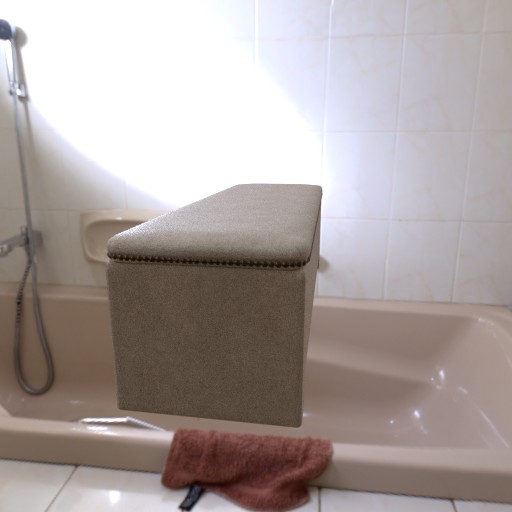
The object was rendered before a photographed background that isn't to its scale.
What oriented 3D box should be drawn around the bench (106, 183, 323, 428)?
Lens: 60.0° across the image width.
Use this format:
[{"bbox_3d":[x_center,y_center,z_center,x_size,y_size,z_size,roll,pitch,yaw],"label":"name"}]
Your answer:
[{"bbox_3d":[0.000,0.000,1.710,0.470,0.447,1.482,2,14,9],"label":"bench"}]
